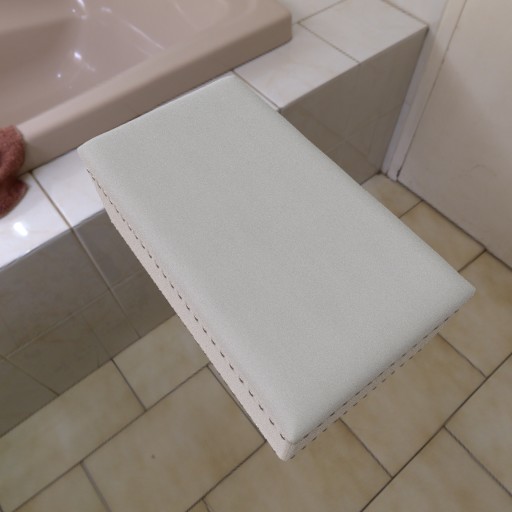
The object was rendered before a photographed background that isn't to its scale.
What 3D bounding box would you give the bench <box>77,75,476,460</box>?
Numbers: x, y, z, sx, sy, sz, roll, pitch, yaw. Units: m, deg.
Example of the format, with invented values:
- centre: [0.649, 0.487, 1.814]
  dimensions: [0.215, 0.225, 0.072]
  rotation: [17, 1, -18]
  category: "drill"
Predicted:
- centre: [0.000, 0.000, 1.197]
  dimensions: [0.500, 0.449, 0.887]
  rotation: [-32, 64, -18]
  category: "bench"
